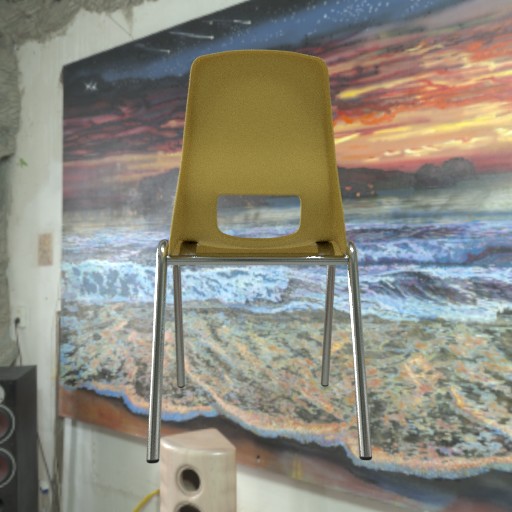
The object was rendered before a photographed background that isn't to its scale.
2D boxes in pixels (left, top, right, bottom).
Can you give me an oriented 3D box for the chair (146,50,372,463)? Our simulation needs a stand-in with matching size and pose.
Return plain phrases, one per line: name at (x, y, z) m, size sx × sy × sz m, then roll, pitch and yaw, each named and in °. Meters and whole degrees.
chair at (0.000, 0.000, 0.909) m, size 0.381 × 0.653 × 0.436 m, roll 0°, pitch 0°, yaw -2°
